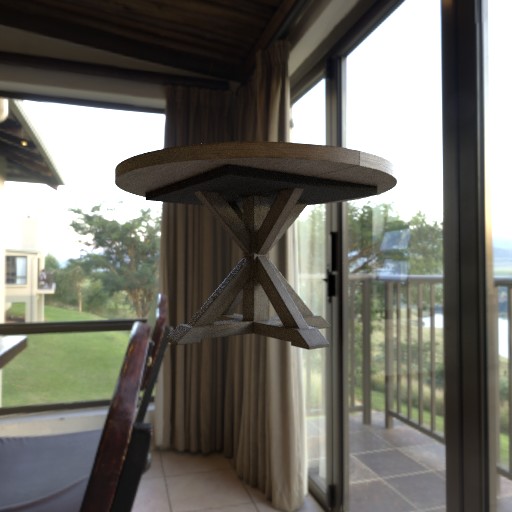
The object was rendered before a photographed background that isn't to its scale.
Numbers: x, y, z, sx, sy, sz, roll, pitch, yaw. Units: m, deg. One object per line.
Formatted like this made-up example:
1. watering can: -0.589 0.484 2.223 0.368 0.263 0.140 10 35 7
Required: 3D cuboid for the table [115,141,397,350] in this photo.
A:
1. table: 0.000 0.000 2.229 1.363 0.781 1.363 0 -1 0
